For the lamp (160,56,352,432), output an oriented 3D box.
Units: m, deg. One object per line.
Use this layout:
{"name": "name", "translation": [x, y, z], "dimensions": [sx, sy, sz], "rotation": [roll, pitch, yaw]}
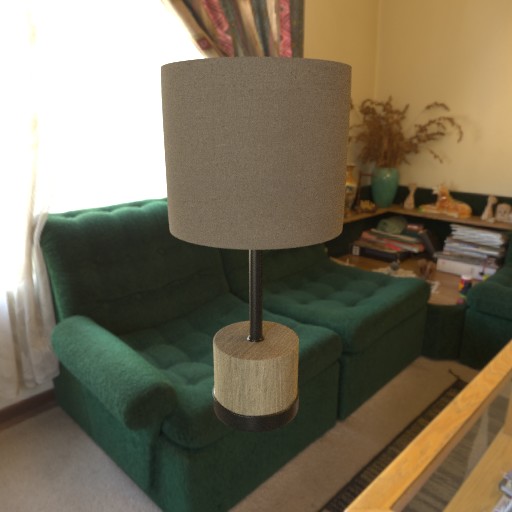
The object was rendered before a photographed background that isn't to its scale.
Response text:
{"name": "lamp", "translation": [0.000, 0.000, 0.603], "dimensions": [0.229, 0.470, 0.229], "rotation": [9, 19, 27]}
